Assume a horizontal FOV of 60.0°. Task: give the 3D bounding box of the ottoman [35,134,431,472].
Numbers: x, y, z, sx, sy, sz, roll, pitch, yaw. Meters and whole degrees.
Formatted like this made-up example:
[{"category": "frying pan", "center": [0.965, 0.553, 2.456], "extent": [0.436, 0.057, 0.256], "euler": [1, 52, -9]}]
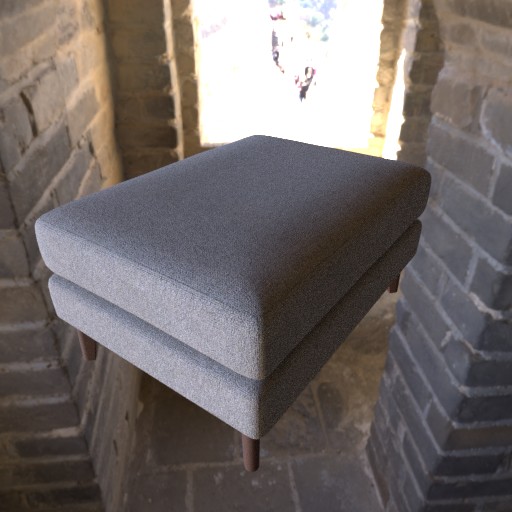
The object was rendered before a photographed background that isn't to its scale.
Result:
[{"category": "ottoman", "center": [0.000, 0.000, 1.155], "extent": [0.611, 0.441, 0.821], "euler": [20, 36, 30]}]
